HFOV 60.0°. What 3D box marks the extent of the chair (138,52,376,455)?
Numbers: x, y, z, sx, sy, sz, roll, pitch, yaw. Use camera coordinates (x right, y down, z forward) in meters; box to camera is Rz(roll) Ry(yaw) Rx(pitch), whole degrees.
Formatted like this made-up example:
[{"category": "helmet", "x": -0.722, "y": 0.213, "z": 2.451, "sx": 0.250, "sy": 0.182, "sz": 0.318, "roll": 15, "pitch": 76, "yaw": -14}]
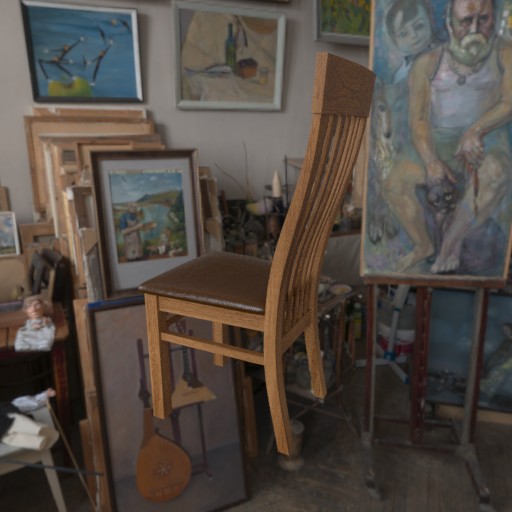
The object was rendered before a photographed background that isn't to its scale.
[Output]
[{"category": "chair", "x": 0.000, "y": 0.000, "z": 1.356, "sx": 0.580, "sy": 1.050, "sz": 0.450, "roll": 8, "pitch": 18, "yaw": 26}]
